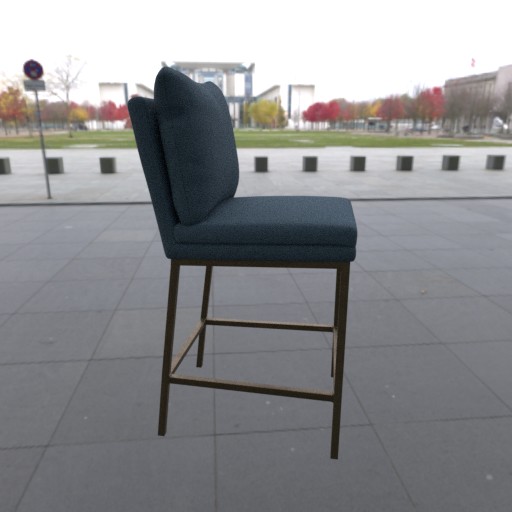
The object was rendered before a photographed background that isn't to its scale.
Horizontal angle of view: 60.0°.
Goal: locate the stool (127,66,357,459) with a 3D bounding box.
[{"bbox_3d":[0.000,0.000,1.346,0.568,1.032,0.463,3,17,9],"label":"stool"}]
